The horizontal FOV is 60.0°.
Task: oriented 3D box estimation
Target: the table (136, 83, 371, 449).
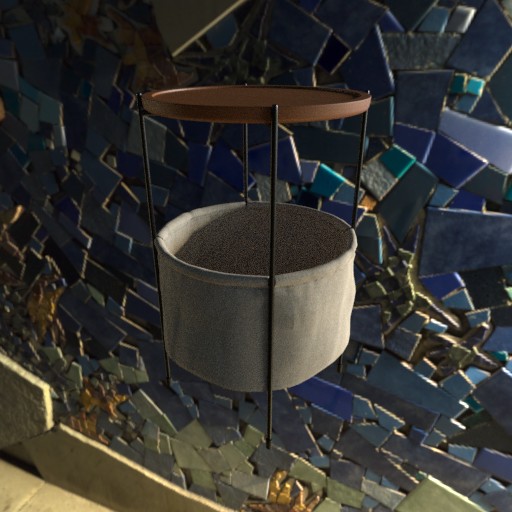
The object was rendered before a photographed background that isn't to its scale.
[{"bbox_3d":[0.000,0.000,0.893,0.393,0.623,0.393,18,31,34],"label":"table"}]
